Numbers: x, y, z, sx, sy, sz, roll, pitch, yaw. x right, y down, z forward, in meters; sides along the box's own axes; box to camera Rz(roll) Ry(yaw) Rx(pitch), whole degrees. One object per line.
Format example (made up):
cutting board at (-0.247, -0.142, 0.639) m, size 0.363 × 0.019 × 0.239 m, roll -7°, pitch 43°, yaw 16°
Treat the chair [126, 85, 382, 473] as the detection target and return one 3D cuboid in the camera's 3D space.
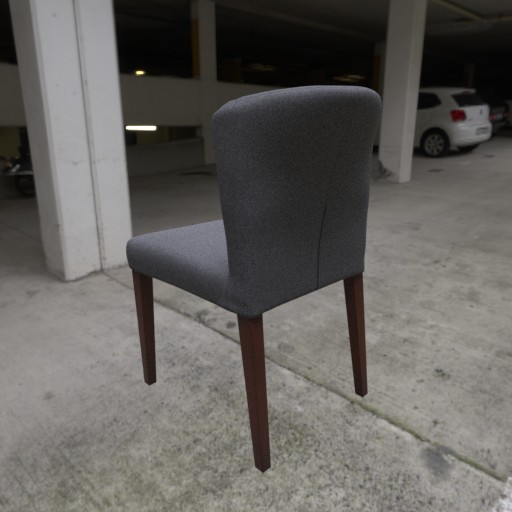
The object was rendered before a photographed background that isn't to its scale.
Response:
chair at (0.000, 0.000, 1.207) m, size 0.491 × 0.839 × 0.592 m, roll -16°, pitch 23°, yaw -42°
